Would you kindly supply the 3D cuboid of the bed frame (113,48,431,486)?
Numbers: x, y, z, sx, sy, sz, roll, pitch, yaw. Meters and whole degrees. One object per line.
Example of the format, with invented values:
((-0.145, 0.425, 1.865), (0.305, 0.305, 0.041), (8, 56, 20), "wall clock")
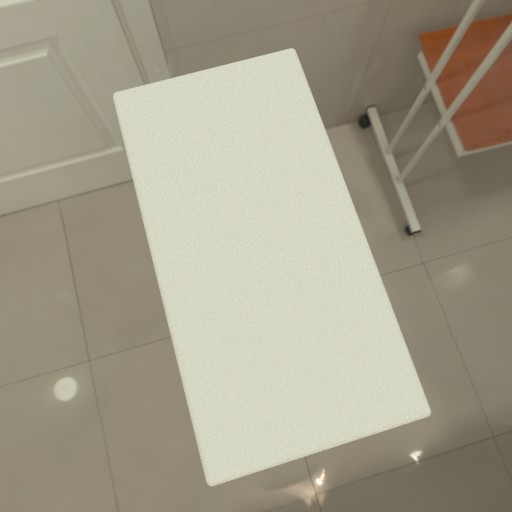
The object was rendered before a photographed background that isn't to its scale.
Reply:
((0.000, 0.000, 2.410), (1.023, 0.659, 1.950), (-16, 76, -4), "bed frame")
